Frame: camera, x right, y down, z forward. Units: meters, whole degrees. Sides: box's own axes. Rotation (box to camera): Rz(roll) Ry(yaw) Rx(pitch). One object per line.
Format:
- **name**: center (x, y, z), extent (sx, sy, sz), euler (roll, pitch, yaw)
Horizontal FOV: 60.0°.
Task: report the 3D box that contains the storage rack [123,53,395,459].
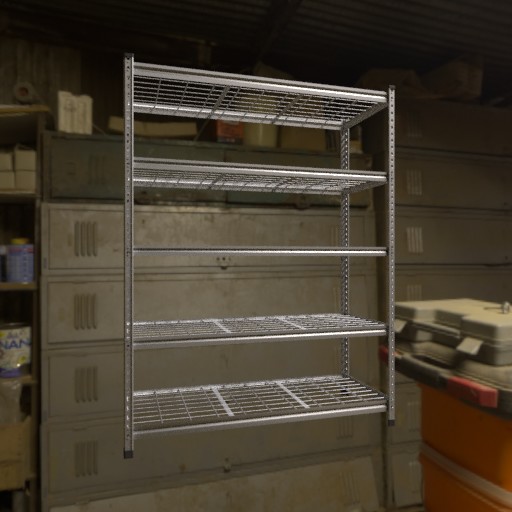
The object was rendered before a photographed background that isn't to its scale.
- **storage rack**: center (0.000, 0.000, 2.666), extent (1.524, 1.981, 0.610), euler (0, 0, -16)
